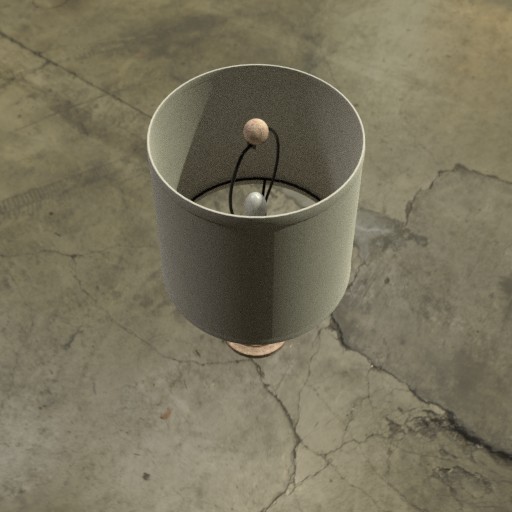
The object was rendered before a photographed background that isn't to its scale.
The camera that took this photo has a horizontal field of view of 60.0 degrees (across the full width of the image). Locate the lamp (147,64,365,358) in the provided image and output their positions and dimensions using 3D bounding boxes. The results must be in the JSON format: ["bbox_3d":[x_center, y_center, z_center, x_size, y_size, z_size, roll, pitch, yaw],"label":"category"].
[{"bbox_3d":[0.000,0.000,0.644,0.273,0.497,0.273,0,58,0],"label":"lamp"}]
